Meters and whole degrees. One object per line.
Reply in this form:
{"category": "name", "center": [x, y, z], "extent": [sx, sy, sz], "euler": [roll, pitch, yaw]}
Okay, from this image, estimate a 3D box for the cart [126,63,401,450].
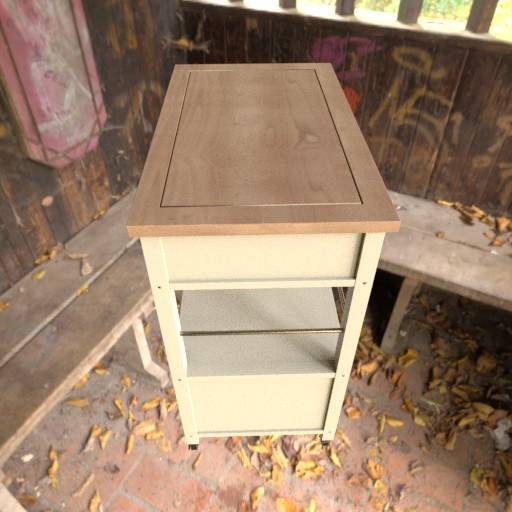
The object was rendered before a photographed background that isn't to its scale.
{"category": "cart", "center": [0.000, 0.000, 1.347], "extent": [0.459, 0.901, 0.840], "euler": [-1, 42, -1]}
